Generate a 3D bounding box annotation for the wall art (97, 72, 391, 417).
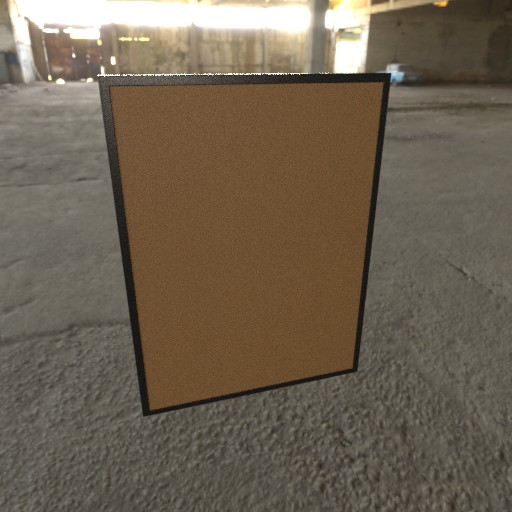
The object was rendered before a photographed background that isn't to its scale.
[{"bbox_3d":[0.000,0.000,1.396,0.804,1.061,0.039,-7,25,-16],"label":"wall art"}]
